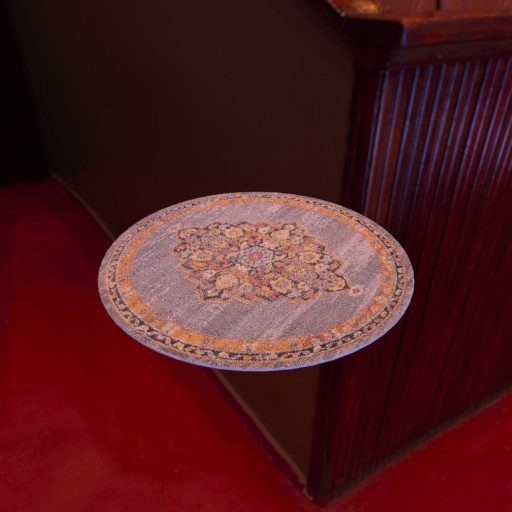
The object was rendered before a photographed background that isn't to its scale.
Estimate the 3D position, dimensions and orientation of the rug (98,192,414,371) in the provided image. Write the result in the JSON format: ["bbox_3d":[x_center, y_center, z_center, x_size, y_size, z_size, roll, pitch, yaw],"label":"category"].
[{"bbox_3d":[0.000,0.000,3.486,2.382,0.014,2.382,0,33,0],"label":"rug"}]
